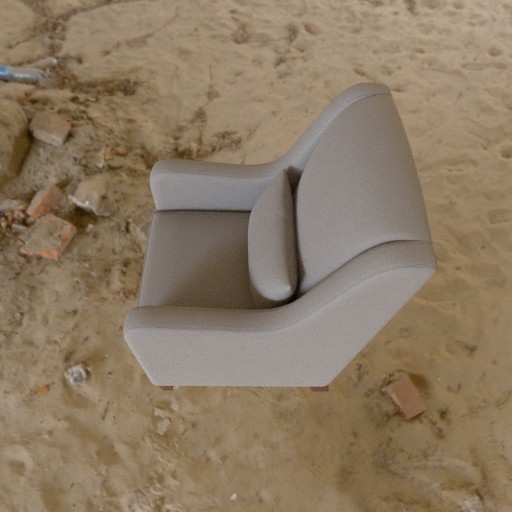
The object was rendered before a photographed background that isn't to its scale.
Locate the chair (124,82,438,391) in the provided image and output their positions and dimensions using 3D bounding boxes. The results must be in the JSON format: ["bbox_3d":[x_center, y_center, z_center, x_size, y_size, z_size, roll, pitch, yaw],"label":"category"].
[{"bbox_3d":[0.000,0.000,1.614,0.863,1.010,0.715,0,56,0],"label":"chair"}]
